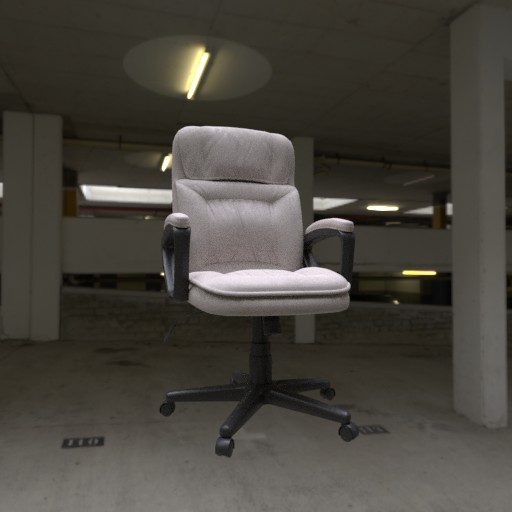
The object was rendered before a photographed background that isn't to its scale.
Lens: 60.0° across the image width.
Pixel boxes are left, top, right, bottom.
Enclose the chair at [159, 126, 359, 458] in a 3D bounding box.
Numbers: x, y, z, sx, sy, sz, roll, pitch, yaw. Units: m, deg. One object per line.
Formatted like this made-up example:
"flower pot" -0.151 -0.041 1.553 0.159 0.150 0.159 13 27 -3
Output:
"chair" 0.000 0.000 1.587 0.667 1.105 0.724 0 -1 -17
